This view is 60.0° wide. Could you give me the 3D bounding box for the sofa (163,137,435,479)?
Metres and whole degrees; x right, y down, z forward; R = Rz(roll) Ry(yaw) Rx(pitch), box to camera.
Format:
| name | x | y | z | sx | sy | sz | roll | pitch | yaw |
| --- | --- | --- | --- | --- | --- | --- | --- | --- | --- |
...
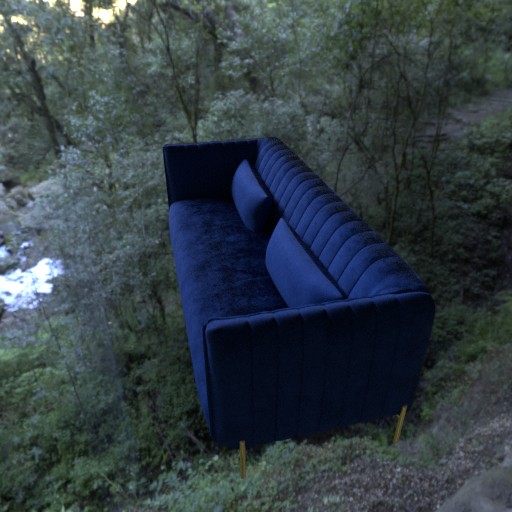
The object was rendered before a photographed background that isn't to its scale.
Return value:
| name | x | y | z | sx | sy | sz | roll | pitch | yaw |
| --- | --- | --- | --- | --- | --- | --- | --- | --- | --- |
| sofa | 0.000 | 0.000 | 2.540 | 0.896 | 0.793 | 2.136 | -7 | 32 | -12 |
